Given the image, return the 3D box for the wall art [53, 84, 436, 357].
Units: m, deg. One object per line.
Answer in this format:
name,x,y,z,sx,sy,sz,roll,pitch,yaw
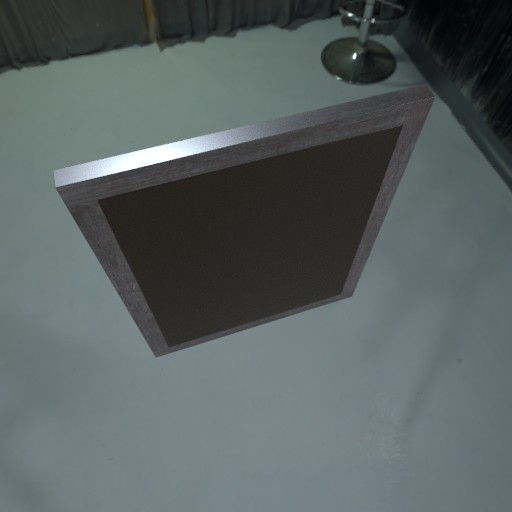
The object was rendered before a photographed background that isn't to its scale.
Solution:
wall art,0.000,0.000,0.785,0.479,0.580,0.027,-16,60,-9
